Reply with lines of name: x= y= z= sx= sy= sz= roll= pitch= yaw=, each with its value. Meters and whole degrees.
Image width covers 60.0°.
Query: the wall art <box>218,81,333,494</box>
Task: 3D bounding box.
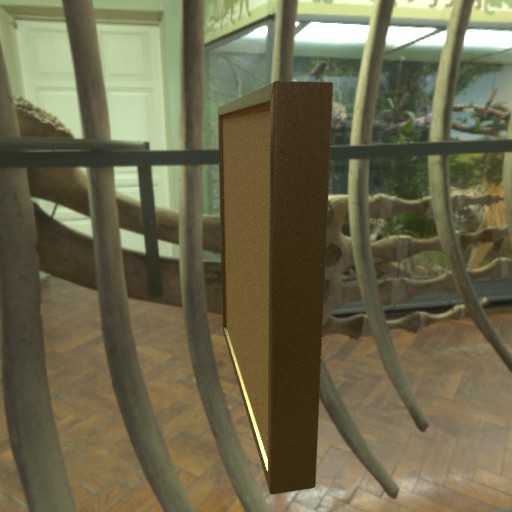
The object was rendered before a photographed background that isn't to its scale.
wall art: x=0.000 y=0.000 z=0.454 sx=0.037 sy=0.305 sz=0.305 roll=-3 pitch=16 yaw=-11
